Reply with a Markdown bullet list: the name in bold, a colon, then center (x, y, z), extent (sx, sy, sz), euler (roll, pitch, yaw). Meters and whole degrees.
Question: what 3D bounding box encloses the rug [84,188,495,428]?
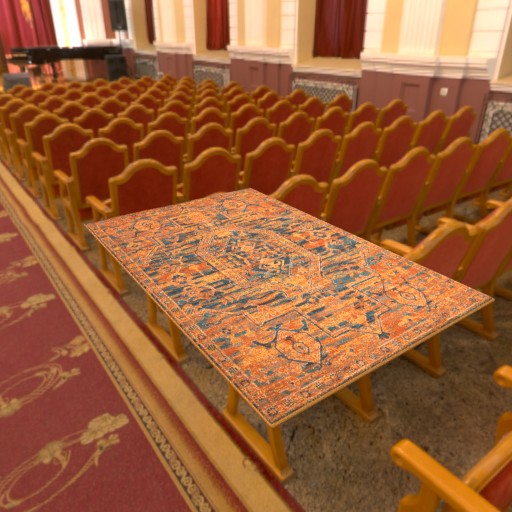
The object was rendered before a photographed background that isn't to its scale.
- **rug**: center (0.000, 0.000, 1.053), extent (0.557, 0.008, 0.863), euler (-18, 32, -31)
